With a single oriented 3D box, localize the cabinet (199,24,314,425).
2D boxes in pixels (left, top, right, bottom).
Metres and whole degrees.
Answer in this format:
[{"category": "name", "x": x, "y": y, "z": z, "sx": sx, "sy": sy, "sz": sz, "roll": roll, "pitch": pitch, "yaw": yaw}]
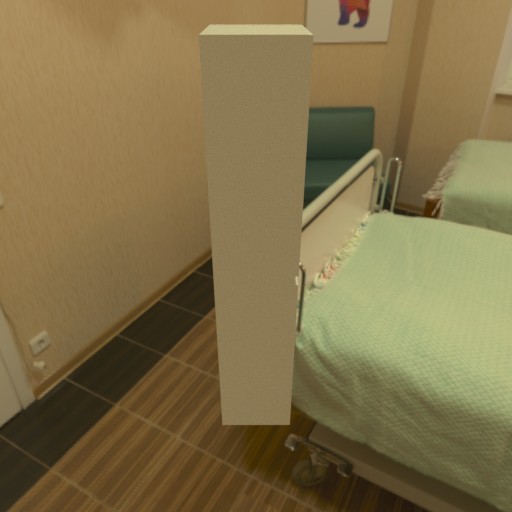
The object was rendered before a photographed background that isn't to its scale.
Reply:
[{"category": "cabinet", "x": 0.000, "y": 0.000, "z": 1.532, "sx": 0.269, "sy": 1.400, "sz": 0.300, "roll": 0, "pitch": 32, "yaw": 0}]
